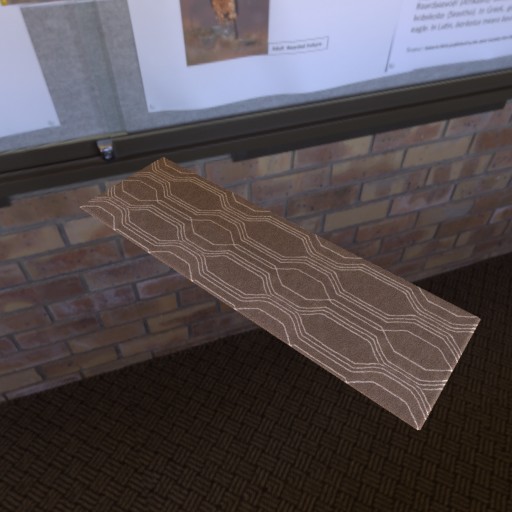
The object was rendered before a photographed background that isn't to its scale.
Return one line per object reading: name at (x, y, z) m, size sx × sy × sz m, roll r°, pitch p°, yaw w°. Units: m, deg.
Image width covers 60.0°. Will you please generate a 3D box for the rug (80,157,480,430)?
rug at (0.000, 0.000, 2.697) m, size 2.464 × 0.012 × 0.773 m, roll 30°, pitch 53°, yaw 26°
